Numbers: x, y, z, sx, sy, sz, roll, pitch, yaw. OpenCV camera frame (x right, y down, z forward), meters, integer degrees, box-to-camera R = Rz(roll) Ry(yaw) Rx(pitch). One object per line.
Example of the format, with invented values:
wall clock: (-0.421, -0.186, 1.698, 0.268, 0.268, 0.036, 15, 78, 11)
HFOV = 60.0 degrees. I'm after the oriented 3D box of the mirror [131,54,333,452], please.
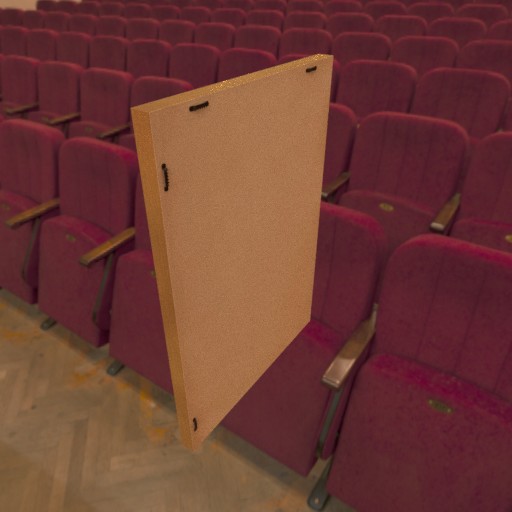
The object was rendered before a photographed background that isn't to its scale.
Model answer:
mirror: (0.000, 0.000, 0.926, 0.039, 0.710, 0.507, 21, 39, 29)
